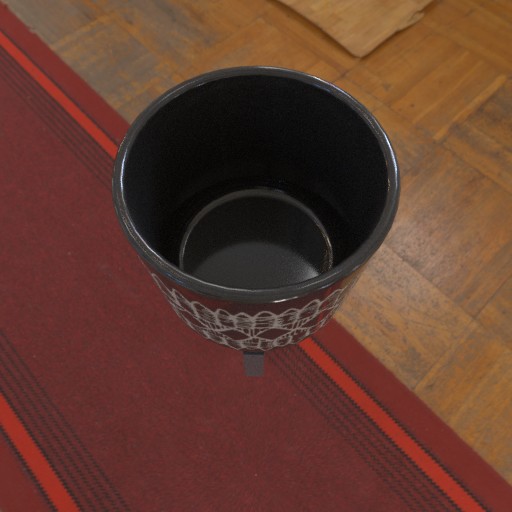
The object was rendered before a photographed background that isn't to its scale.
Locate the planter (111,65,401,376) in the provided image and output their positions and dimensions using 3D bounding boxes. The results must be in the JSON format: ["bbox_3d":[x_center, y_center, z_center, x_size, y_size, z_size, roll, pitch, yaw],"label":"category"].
[{"bbox_3d":[0.000,0.000,0.542,0.251,0.355,0.251,1,64,1],"label":"planter"}]
